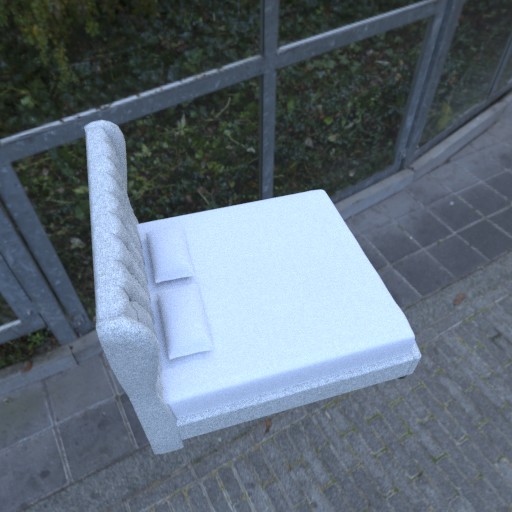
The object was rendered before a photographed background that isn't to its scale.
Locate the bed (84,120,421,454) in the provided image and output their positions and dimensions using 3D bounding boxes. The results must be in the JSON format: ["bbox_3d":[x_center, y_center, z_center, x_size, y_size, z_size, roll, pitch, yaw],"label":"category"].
[{"bbox_3d":[0.000,0.000,3.819,2.347,1.771,2.219,-12,49,-11],"label":"bed"}]
